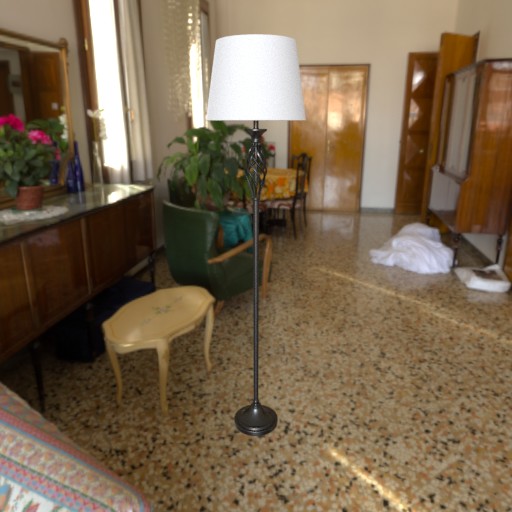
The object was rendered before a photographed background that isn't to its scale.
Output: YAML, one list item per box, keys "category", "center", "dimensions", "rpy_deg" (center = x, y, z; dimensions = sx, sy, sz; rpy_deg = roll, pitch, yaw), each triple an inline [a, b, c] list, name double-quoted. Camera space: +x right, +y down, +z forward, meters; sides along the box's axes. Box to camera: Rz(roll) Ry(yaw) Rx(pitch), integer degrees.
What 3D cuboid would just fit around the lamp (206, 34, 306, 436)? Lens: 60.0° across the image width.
- category: "lamp"
  center: [0.000, 0.000, 1.843]
  dimensions: [0.379, 1.623, 0.379]
  rpy_deg: [0, 17, 0]
